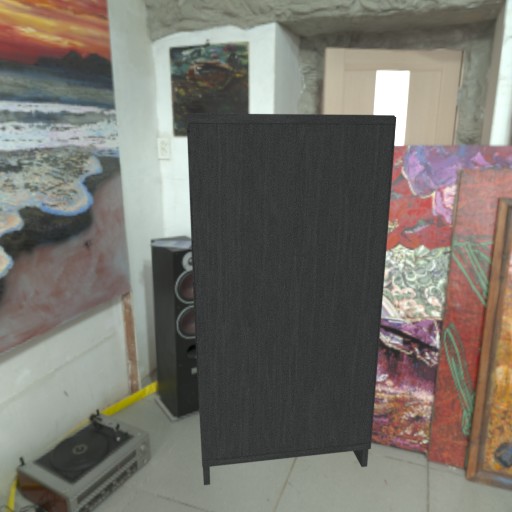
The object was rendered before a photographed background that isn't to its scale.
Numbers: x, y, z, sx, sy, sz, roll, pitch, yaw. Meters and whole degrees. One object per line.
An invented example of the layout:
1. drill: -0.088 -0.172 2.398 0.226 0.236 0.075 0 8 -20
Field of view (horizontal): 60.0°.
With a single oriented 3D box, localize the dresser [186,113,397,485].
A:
1. dresser: 0.000 0.000 1.416 0.404 0.816 0.994 -2 15 -9
